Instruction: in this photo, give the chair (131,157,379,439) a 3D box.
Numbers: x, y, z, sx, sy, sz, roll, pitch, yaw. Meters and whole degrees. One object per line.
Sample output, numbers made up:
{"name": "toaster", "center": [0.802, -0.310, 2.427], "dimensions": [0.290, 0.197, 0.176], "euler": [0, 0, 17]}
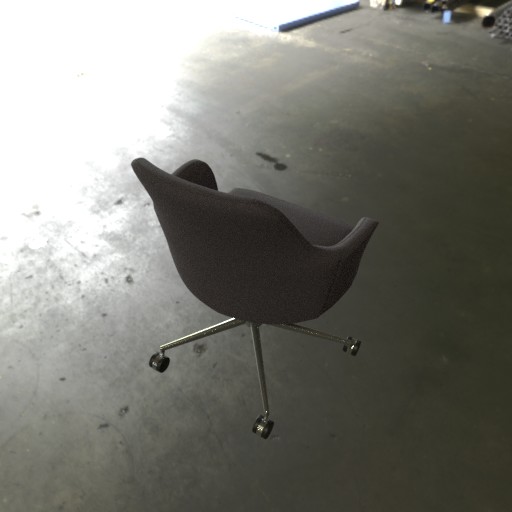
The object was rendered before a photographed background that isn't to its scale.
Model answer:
{"name": "chair", "center": [0.000, 0.000, 1.274], "dimensions": [0.655, 0.820, 0.600], "euler": [23, 49, 21]}
